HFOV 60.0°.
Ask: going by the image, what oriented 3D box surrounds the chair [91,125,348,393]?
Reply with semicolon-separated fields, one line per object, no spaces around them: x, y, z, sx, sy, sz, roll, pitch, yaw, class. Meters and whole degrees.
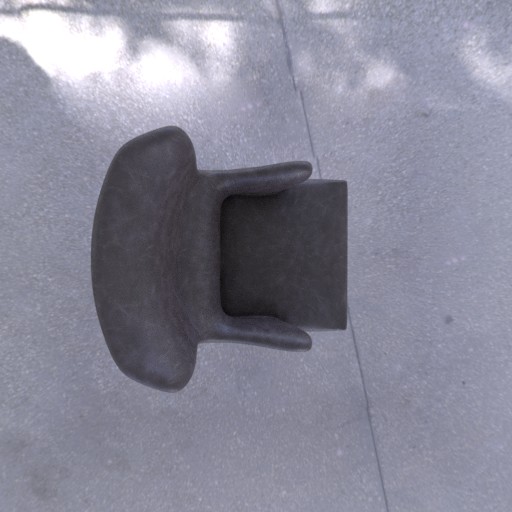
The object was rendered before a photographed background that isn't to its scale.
0.000;0.000;1.460;0.717;1.037;0.594;0;91;0;chair
